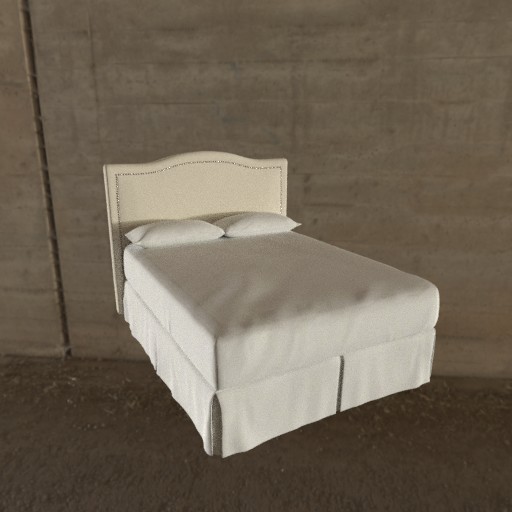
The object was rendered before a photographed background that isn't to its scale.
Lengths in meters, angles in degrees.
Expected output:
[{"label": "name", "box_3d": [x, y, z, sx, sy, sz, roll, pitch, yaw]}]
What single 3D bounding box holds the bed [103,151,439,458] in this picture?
[{"label": "bed", "box_3d": [0.000, 0.000, 3.347, 1.753, 1.460, 2.143, -8, 18, -27]}]
